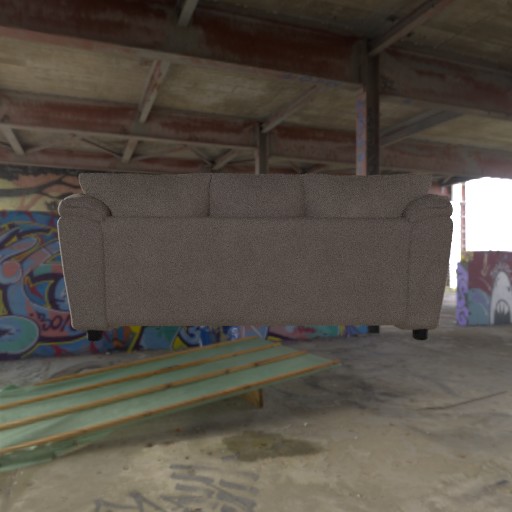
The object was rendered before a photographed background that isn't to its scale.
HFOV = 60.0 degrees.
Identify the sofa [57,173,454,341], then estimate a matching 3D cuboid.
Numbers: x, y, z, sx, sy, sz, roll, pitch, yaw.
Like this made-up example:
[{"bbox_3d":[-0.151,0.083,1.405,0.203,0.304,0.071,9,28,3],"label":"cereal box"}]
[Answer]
[{"bbox_3d":[0.000,0.000,2.905,2.334,0.996,0.878,0,0,-1],"label":"sofa"}]
